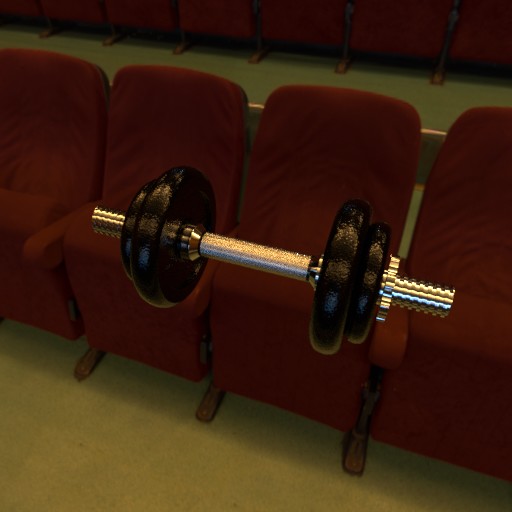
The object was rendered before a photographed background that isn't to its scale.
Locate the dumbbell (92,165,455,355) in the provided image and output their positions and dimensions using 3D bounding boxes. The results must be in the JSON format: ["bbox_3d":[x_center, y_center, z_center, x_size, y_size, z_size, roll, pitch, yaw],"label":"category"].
[{"bbox_3d":[0.000,0.000,0.597,0.497,0.202,0.202,13,43,15],"label":"dumbbell"}]
